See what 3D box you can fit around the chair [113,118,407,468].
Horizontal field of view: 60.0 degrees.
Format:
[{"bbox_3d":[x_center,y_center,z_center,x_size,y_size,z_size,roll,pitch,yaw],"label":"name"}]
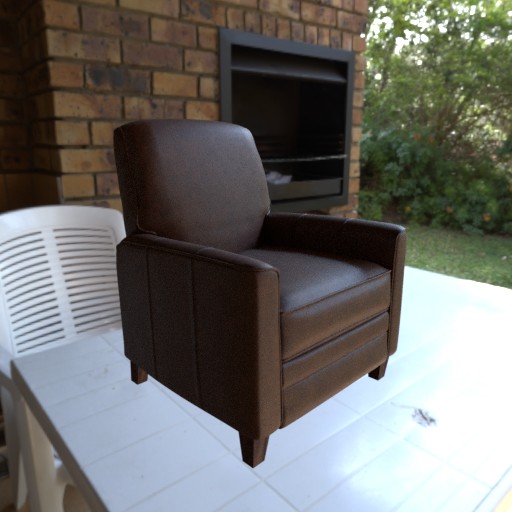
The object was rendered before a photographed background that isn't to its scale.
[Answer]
[{"bbox_3d":[0.000,0.000,1.663,0.839,1.010,0.850,-14,20,-43],"label":"chair"}]
